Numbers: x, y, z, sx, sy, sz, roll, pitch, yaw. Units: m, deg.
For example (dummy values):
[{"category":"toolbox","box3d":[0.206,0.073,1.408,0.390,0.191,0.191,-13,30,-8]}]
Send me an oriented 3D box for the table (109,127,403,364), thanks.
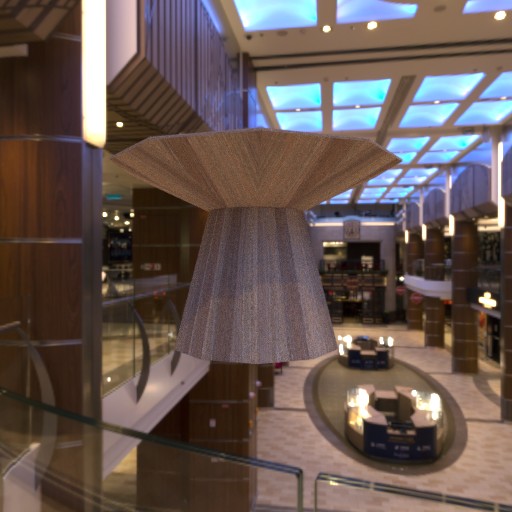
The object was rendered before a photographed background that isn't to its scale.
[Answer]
[{"category":"table","box3d":[0.000,0.000,1.889,1.186,0.752,1.186,0,0,0]}]
